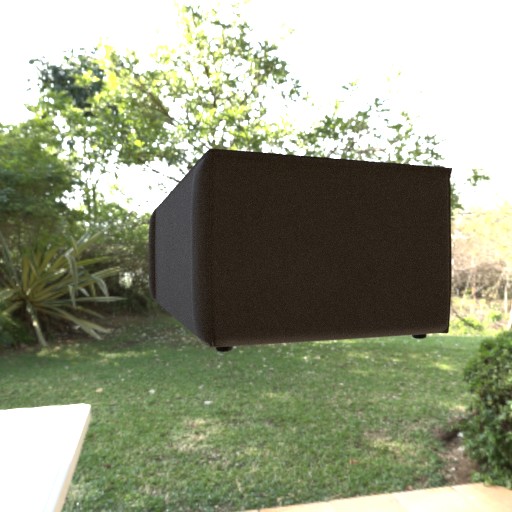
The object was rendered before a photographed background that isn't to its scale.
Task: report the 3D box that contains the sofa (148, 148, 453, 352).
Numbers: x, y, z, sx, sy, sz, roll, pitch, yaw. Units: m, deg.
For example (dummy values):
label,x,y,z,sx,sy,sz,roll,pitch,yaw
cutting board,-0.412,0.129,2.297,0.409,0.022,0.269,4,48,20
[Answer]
label,x,y,z,sx,sy,sz,roll,pitch,yaw
sofa,0.000,0.000,2.496,1.038,0.680,1.995,0,-1,-18
